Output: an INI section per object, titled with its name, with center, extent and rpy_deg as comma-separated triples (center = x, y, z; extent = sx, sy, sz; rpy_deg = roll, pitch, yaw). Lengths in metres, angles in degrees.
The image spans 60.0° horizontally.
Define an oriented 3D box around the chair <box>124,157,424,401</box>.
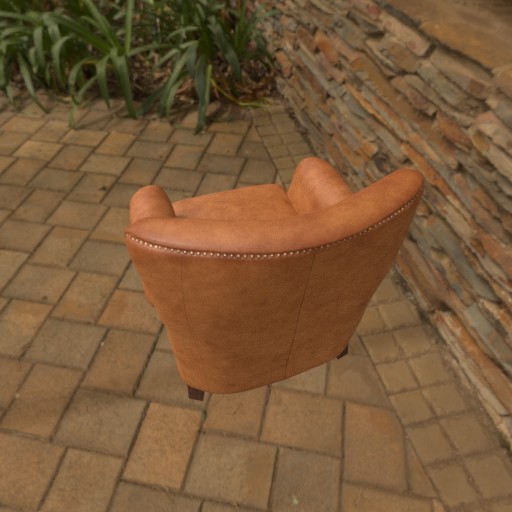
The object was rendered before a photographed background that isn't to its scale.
[chair]
center = 0.000, 0.000, 1.666
extent = 0.861, 0.936, 0.921
rpy_deg = -13, 45, -13
